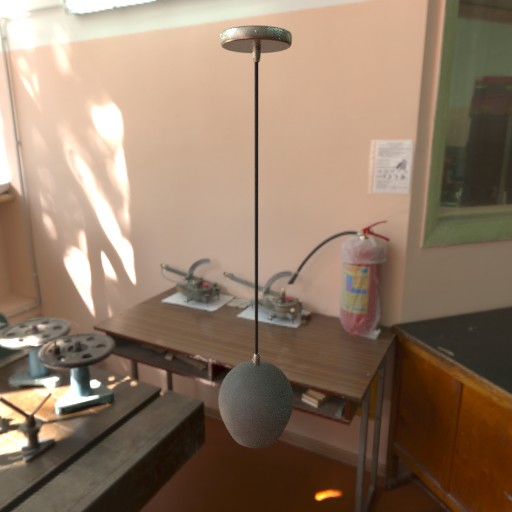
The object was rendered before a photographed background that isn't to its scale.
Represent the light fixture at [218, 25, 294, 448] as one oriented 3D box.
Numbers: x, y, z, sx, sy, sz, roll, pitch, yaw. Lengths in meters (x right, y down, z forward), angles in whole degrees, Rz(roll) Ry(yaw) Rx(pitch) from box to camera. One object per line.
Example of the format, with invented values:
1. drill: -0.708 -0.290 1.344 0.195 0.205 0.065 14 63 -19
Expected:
1. light fixture: 0.000 0.000 0.831 0.153 0.760 0.153 -8 16 -28
